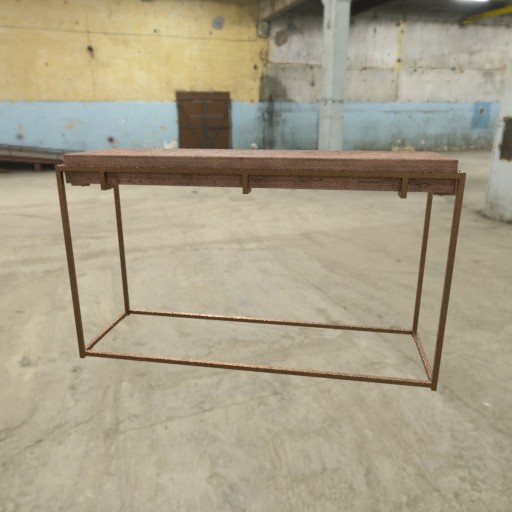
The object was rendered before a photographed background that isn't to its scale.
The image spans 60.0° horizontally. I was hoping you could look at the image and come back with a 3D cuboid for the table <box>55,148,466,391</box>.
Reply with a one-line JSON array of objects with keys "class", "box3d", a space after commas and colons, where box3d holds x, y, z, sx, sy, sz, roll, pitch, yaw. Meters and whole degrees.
[{"class": "table", "box3d": [0.000, 0.000, 1.805, 1.400, 0.820, 0.440, 3, 17, 9]}]
